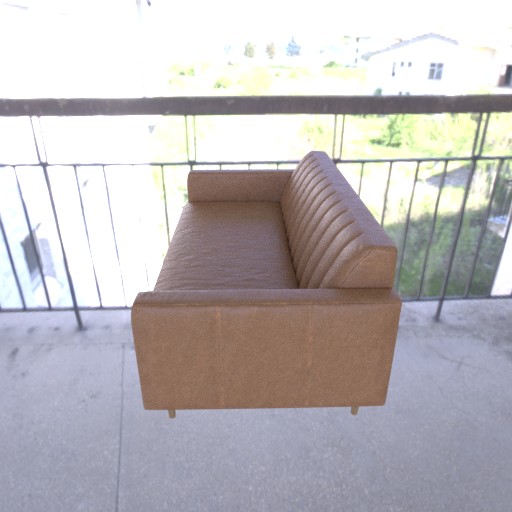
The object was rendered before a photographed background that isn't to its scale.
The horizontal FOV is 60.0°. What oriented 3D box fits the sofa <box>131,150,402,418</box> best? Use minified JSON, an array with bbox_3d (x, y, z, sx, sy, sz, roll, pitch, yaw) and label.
[{"bbox_3d":[0.000,0.000,2.455,0.993,0.821,1.847,-1,26,-1],"label":"sofa"}]
